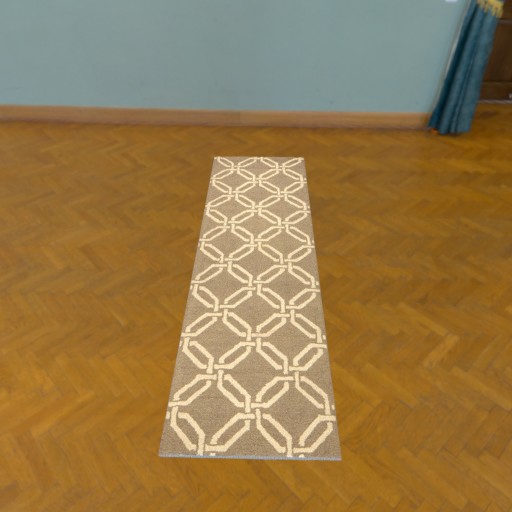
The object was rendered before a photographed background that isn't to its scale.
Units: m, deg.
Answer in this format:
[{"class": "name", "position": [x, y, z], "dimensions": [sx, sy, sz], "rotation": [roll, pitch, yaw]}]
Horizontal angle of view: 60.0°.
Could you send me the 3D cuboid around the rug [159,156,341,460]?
[{"class": "rug", "position": [0.000, 0.000, 2.494], "dimensions": [0.678, 0.014, 2.276], "rotation": [1, 41, 1]}]
